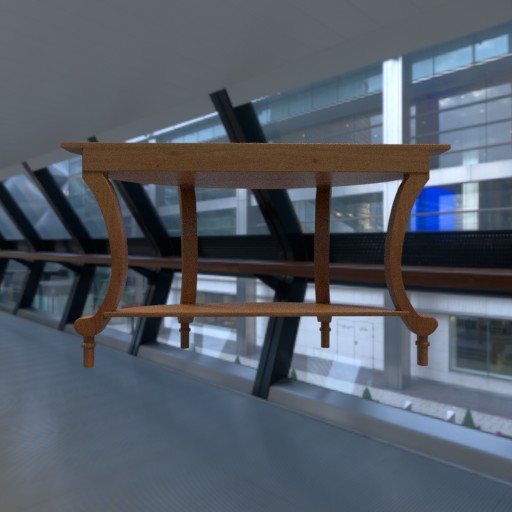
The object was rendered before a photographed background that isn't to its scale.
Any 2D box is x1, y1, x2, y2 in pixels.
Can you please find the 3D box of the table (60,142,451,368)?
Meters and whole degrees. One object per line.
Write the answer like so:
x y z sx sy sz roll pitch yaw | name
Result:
0.000 0.000 1.556 1.198 0.692 0.394 0 0 -1 | table
